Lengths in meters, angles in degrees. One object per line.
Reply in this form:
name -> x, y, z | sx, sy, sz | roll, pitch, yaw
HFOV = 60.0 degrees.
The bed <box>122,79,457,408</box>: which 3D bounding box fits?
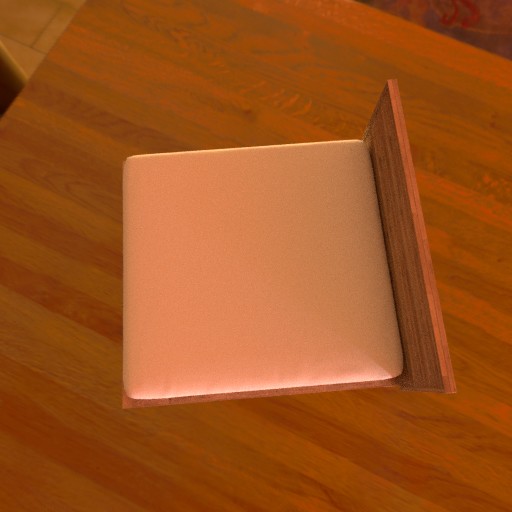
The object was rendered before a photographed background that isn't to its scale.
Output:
bed -> 0.000, 0.000, 3.342 | 2.167, 1.100, 2.116 | -4, 75, -1
